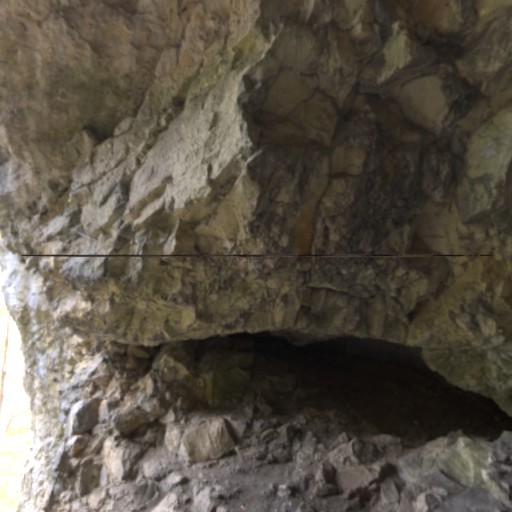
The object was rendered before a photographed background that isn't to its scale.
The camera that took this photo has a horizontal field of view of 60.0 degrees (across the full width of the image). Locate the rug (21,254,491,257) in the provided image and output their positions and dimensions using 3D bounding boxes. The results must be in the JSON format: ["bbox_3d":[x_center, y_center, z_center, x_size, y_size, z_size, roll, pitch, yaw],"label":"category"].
[{"bbox_3d":[0.000,0.000,2.675,2.440,0.009,0.760,0,0,0],"label":"rug"}]
